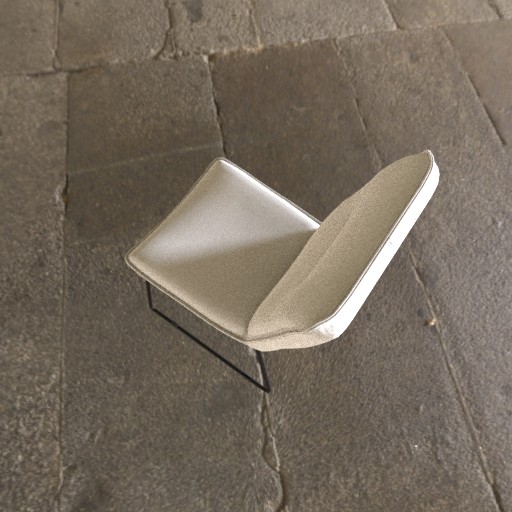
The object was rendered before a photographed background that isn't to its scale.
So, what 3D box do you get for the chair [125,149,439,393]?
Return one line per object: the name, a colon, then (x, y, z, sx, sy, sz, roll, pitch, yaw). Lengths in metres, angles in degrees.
chair: (0.000, 0.000, 1.363, 0.688, 0.930, 0.515, 33, 68, 15)
